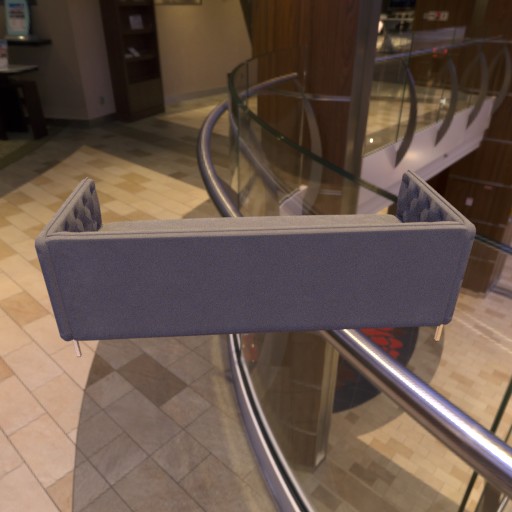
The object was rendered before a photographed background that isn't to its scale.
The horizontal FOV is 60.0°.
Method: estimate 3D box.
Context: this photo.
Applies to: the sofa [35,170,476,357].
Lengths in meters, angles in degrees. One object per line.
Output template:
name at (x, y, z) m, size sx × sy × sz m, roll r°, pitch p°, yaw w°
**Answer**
sofa at (0.000, 0.000, 2.704) m, size 2.209 × 0.771 × 0.895 m, roll -2°, pitch 30°, yaw -3°
